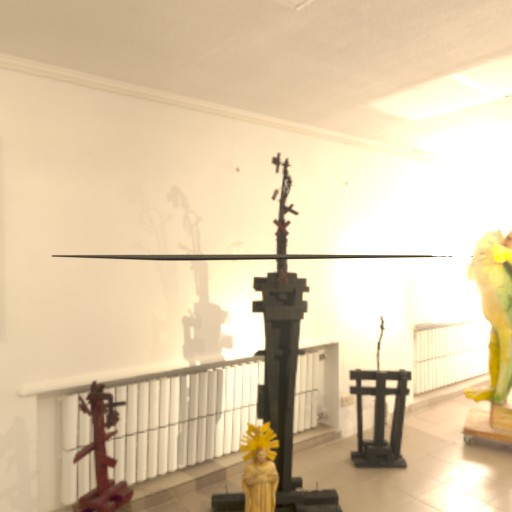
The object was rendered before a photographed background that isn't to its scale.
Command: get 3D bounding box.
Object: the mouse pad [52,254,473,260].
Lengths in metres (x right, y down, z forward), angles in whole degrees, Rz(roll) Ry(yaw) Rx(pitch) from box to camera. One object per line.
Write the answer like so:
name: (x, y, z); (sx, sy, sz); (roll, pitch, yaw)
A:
mouse pad: (0.000, 0.000, 0.611); (0.451, 0.002, 0.393); (0, 1, -37)
